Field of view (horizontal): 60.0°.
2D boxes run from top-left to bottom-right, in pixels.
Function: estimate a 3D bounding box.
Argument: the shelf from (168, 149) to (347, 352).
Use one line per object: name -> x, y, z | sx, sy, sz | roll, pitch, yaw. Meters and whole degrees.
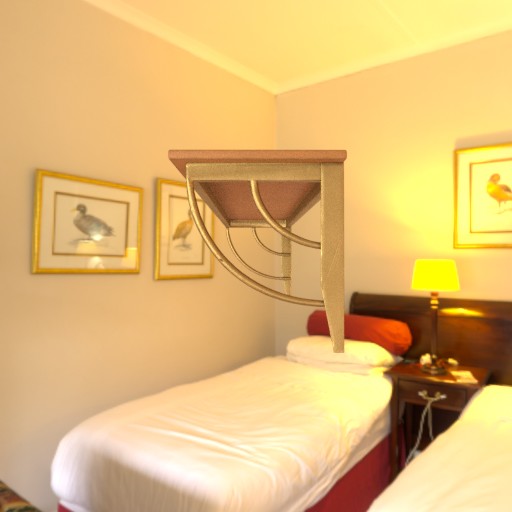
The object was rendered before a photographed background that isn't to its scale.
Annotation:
shelf -> 0.000, 0.000, 0.727 | 0.166, 0.190, 0.636 | 0, -1, 0
